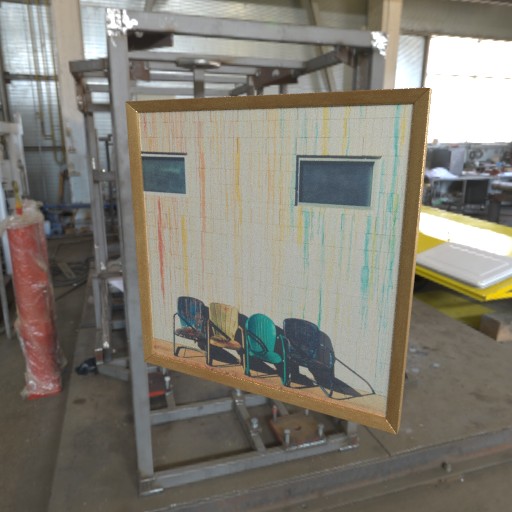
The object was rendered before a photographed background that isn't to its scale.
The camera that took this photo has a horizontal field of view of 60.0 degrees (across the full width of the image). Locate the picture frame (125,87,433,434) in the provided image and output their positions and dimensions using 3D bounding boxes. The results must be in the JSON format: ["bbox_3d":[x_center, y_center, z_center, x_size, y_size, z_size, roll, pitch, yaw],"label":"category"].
[{"bbox_3d":[0.000,0.000,1.117,0.758,0.761,0.037,8,17,26],"label":"picture frame"}]
